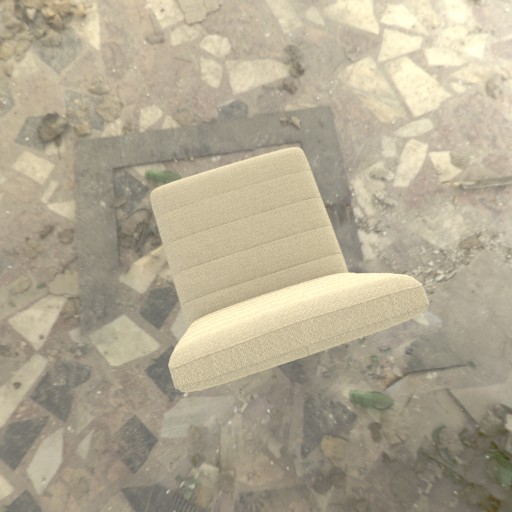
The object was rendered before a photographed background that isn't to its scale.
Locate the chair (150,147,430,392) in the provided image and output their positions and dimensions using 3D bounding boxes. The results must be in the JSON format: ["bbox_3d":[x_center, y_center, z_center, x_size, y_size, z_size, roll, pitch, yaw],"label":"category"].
[{"bbox_3d":[0.000,0.000,1.325,0.520,0.930,0.634,-18,77,-4],"label":"chair"}]
